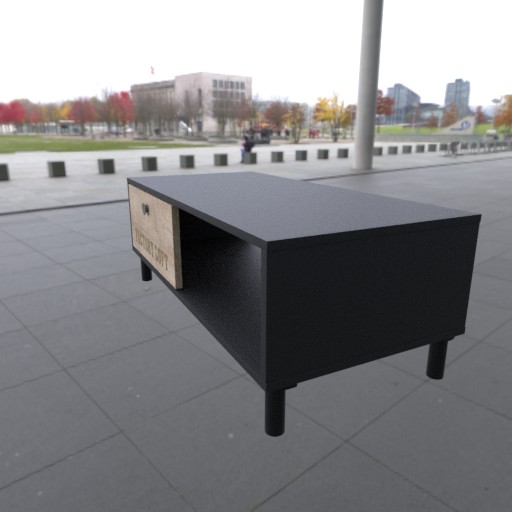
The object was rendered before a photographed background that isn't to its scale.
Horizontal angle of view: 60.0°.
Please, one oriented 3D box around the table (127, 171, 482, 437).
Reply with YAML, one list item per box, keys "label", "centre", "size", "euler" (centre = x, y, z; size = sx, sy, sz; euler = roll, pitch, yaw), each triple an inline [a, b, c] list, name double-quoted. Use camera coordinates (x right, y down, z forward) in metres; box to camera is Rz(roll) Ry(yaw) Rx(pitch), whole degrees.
- label: "table"
  centre: [0.000, 0.000, 1.361]
  size: [0.550, 0.400, 1.100]
  euler: [-8, 18, -26]
